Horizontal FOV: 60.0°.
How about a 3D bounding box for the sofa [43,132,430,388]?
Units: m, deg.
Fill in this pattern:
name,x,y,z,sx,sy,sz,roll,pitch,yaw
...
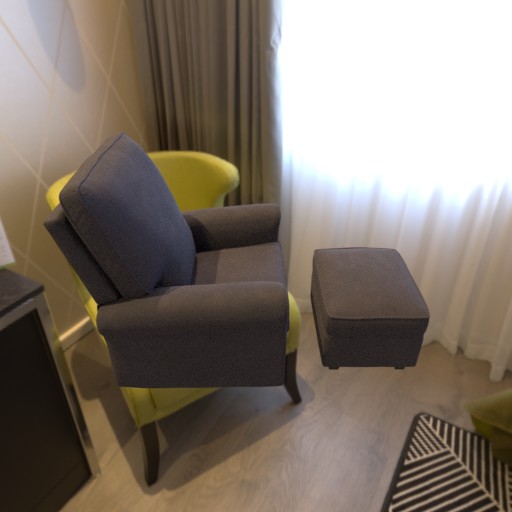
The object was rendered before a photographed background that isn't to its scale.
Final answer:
name,x,y,z,sx,sy,sz,roll,pitch,yaw
sofa,0.000,0.000,2.000,1.478,0.959,0.880,0,33,0
